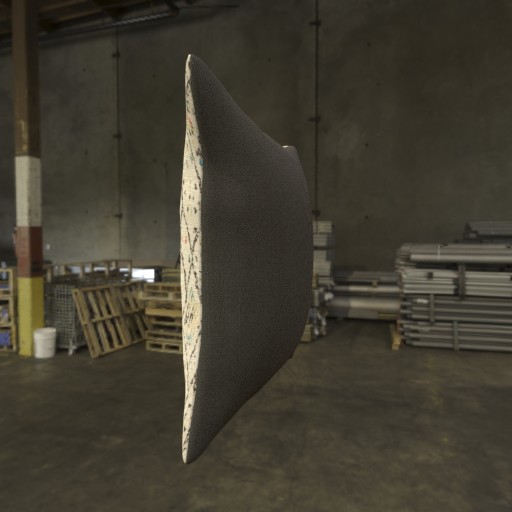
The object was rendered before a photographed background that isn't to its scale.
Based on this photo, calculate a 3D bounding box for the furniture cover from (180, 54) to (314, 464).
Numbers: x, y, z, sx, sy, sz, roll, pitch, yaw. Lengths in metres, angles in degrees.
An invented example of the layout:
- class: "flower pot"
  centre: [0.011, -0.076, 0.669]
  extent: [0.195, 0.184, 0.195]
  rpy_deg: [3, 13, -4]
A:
- class: "furniture cover"
  centre: [0.000, 0.000, 0.782]
  extent: [0.180, 0.498, 0.525]
  rpy_deg: [1, 2, 18]
